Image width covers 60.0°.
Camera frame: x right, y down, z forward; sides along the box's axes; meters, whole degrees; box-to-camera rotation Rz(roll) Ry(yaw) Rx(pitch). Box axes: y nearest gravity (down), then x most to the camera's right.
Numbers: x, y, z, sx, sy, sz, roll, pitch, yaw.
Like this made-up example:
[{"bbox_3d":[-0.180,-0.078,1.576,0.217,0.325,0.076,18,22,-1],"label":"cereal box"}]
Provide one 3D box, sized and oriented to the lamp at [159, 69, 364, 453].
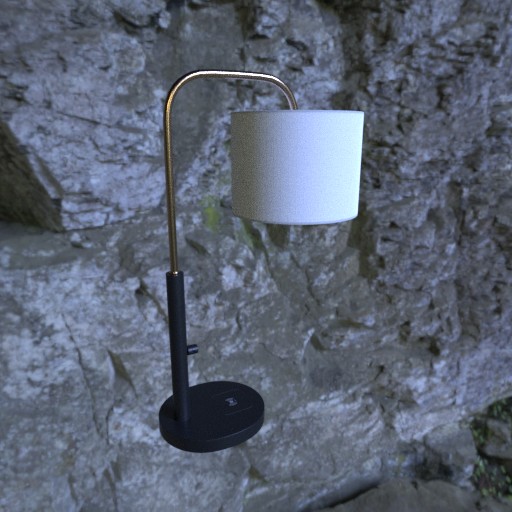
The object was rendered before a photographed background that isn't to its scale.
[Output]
[{"bbox_3d":[0.000,0.000,0.699,0.337,0.540,0.199,-8,18,-27],"label":"lamp"}]
